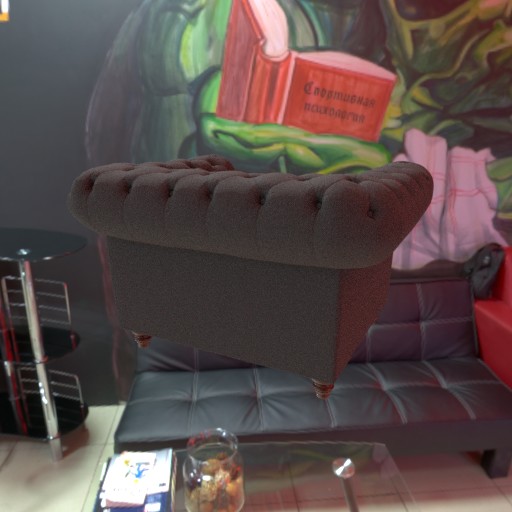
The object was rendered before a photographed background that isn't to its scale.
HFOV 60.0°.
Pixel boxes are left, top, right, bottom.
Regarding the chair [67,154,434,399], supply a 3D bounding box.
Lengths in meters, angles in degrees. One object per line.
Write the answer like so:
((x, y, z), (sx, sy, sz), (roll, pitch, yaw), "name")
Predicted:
((0.000, 0.000, 1.860), (1.270, 0.770, 0.976), (8, 18, 26), "chair")
